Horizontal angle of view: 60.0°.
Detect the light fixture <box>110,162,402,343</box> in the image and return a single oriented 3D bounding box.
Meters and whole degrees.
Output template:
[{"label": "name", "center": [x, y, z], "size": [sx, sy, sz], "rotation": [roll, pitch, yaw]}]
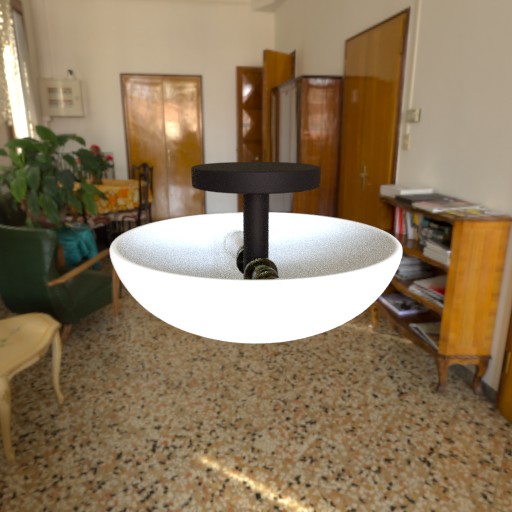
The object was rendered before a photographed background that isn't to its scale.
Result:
[{"label": "light fixture", "center": [0.000, 0.000, 0.531], "size": [0.331, 0.212, 0.331], "rotation": [0, 16, 0]}]
